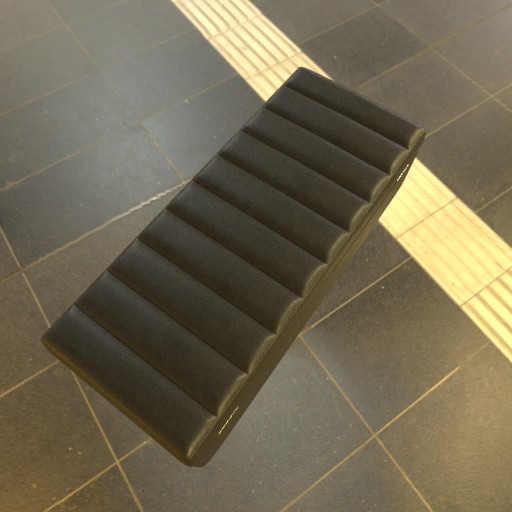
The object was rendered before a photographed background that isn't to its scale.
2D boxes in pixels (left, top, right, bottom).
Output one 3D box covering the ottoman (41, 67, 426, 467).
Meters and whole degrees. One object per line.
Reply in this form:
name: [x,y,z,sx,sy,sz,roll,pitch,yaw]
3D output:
ottoman: [0.000,0.000,1.382,0.482,0.469,1.151,33,68,15]
